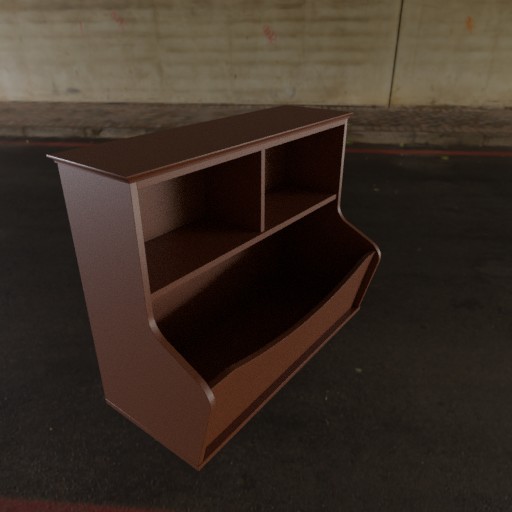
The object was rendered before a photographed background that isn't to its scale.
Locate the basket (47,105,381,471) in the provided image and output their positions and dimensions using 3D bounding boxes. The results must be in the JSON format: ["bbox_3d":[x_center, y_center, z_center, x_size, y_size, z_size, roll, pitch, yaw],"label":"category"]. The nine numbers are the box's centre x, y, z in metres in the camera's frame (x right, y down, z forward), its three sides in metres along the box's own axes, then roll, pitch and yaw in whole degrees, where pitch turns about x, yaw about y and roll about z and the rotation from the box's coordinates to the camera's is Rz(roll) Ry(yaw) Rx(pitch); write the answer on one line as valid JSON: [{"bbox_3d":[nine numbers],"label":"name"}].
[{"bbox_3d":[0.000,0.000,1.144,0.376,0.625,0.792,19,32,33],"label":"basket"}]
